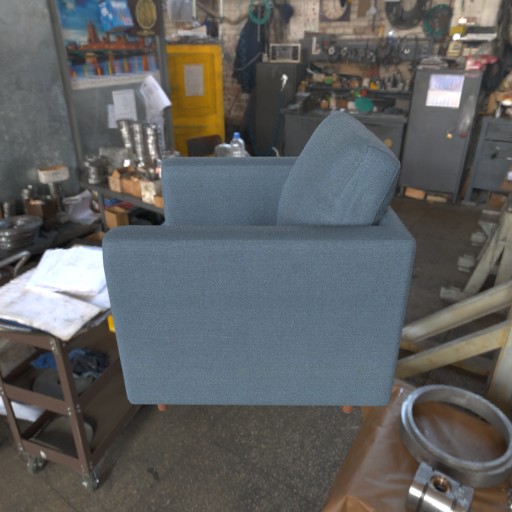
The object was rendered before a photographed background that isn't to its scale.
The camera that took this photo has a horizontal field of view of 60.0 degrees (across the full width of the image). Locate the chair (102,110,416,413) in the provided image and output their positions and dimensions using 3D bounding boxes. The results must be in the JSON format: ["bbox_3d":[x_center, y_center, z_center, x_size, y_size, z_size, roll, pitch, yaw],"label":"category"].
[{"bbox_3d":[0.000,0.000,1.560,0.820,0.922,0.855,0,27,1],"label":"chair"}]
